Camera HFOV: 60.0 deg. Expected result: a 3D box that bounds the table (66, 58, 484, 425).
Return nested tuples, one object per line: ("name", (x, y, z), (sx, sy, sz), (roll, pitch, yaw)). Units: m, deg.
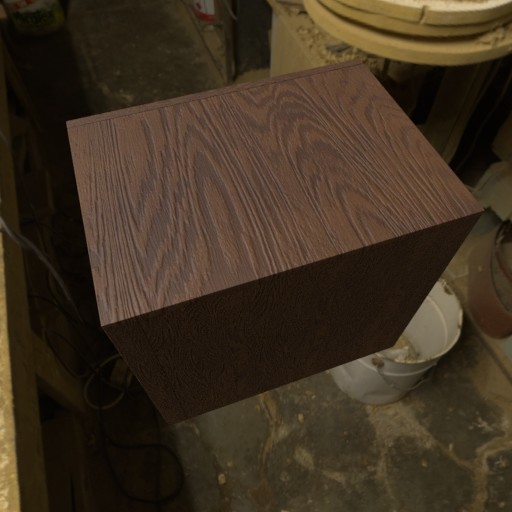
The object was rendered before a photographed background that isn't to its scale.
("table", (0.000, 0.000, 0.957), (0.560, 0.585, 0.439), (-16, 58, -11))
